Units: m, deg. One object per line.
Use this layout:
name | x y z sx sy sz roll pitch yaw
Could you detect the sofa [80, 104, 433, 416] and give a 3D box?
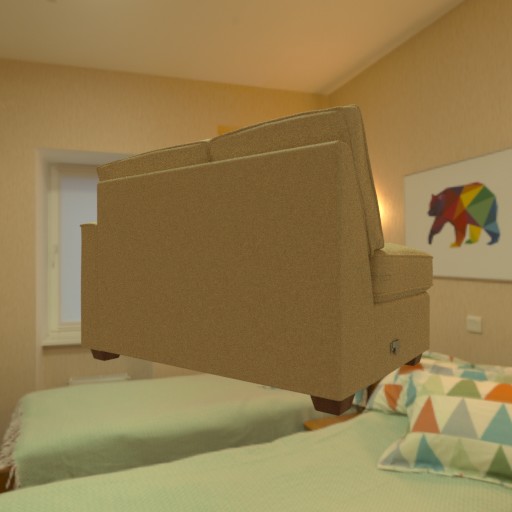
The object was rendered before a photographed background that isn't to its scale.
sofa | 0.000 0.000 2.087 1.388 0.989 0.991 0 0 37
